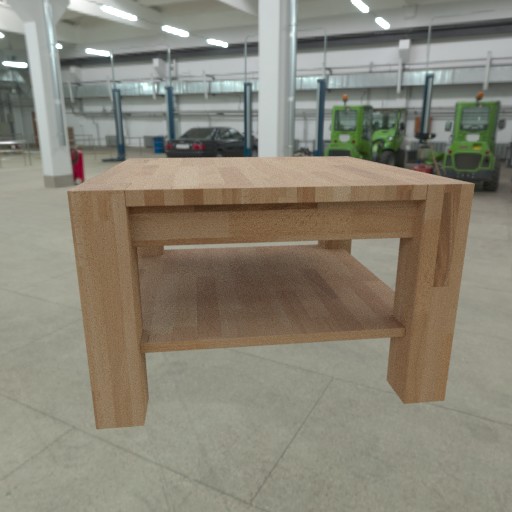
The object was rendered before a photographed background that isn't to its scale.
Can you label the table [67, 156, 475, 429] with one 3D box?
[{"bbox_3d":[0.000,0.000,1.147,0.700,0.451,0.700,-2,17,-7],"label":"table"}]
